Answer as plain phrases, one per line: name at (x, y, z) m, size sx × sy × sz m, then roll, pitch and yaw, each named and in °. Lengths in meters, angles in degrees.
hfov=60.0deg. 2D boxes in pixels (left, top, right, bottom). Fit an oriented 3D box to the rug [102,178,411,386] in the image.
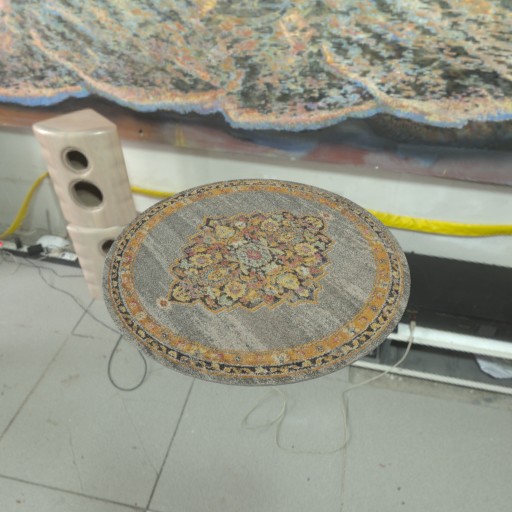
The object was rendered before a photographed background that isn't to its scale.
rug at (0.000, 0.000, 3.533) m, size 2.382 × 0.014 × 2.382 m, roll 0°, pitch 40°, yaw 0°
